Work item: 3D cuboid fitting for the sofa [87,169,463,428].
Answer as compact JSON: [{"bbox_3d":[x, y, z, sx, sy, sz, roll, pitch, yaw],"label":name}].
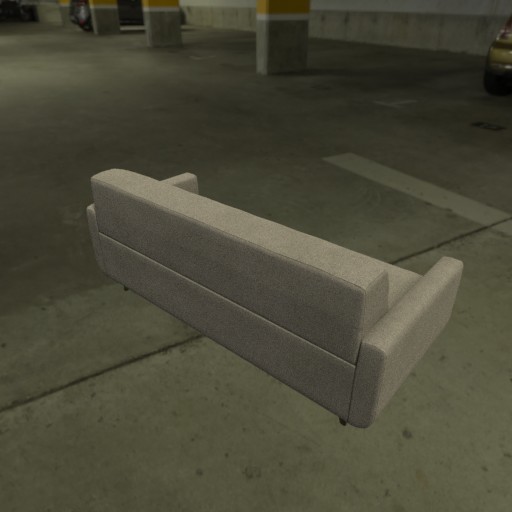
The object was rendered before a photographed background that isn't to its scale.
[{"bbox_3d":[0.000,0.000,2.564,2.029,0.841,0.909,23,37,34],"label":"sofa"}]
